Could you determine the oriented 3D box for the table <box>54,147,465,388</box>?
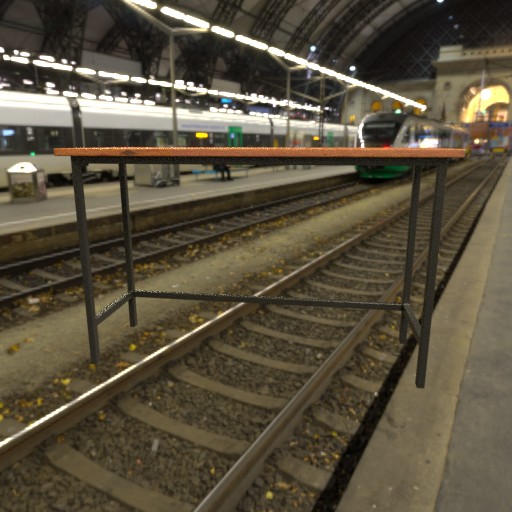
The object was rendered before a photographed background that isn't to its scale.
[{"bbox_3d":[0.000,0.000,1.566,1.204,0.740,0.408,2,14,8],"label":"table"}]
